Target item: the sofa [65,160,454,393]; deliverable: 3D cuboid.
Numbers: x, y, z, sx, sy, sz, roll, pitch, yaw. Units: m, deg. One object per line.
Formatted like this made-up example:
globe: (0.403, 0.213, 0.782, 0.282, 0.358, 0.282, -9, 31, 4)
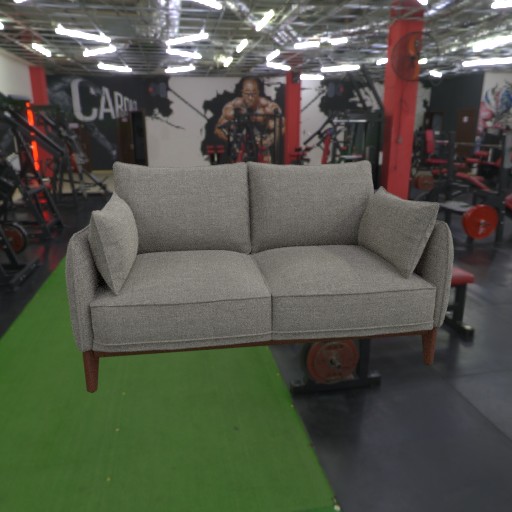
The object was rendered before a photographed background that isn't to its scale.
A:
sofa: (0.000, 0.000, 2.146, 1.580, 0.851, 0.972, -2, 17, -8)
